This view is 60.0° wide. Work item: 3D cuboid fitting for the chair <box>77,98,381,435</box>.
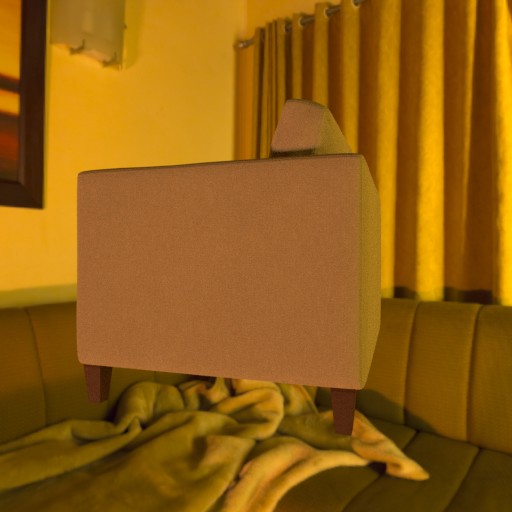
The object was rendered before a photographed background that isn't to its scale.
[{"bbox_3d":[0.000,0.000,1.816,0.959,0.961,1.107,0,1,18],"label":"chair"}]
